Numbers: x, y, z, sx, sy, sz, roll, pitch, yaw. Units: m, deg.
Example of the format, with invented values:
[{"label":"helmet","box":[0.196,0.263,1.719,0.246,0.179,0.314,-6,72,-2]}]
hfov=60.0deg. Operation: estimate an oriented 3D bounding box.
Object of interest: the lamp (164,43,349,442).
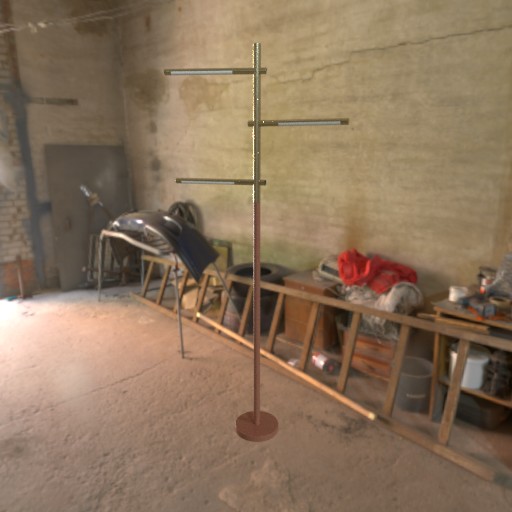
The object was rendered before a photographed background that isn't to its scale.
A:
[{"label":"lamp","box":[0.000,0.000,1.931,0.737,1.704,0.209,2,14,9]}]
